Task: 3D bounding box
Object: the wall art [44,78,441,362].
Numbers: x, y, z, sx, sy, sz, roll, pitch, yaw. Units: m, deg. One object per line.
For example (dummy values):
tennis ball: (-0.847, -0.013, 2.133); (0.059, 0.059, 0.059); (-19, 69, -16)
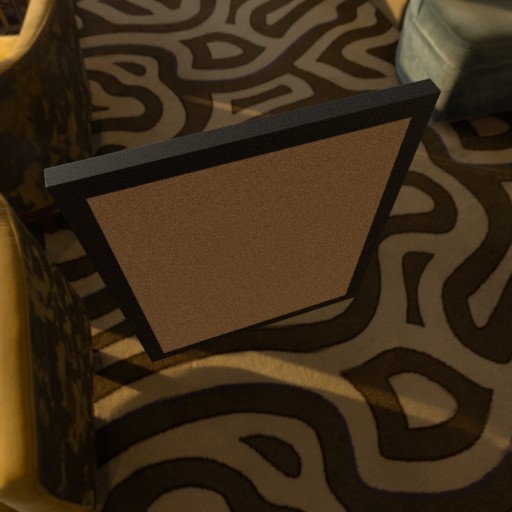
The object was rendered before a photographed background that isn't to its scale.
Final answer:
wall art: (0.000, 0.000, 0.682); (0.432, 0.508, 0.025); (-16, 59, -10)
